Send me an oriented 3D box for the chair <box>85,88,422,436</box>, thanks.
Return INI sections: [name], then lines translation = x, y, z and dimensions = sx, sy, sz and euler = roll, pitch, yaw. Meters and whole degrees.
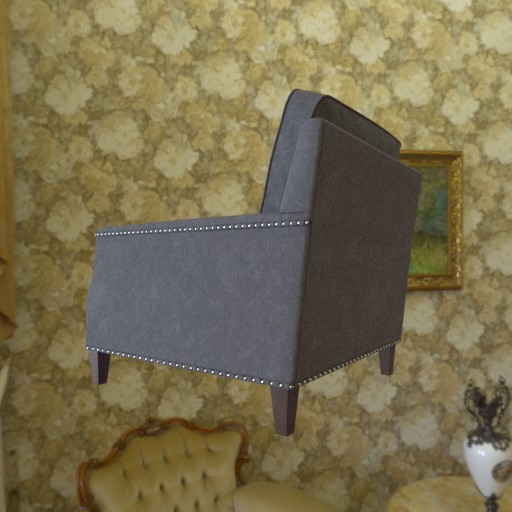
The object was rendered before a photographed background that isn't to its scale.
[chair]
translation = 0.000, 0.000, 1.701
dimensions = 1.014, 0.948, 0.853
euler = -1, -1, 36
